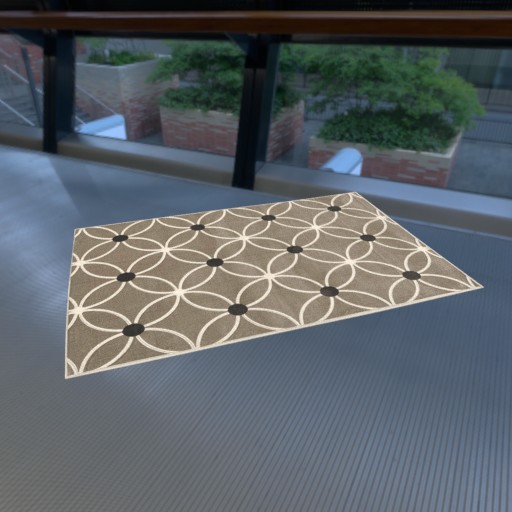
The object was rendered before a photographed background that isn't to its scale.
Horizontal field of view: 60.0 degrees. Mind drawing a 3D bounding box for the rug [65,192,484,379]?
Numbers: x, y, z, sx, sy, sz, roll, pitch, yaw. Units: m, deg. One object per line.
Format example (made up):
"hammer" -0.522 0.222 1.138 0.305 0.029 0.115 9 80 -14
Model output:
"rug" 0.000 0.000 2.873 2.284 0.008 1.522 -9 32 -15
